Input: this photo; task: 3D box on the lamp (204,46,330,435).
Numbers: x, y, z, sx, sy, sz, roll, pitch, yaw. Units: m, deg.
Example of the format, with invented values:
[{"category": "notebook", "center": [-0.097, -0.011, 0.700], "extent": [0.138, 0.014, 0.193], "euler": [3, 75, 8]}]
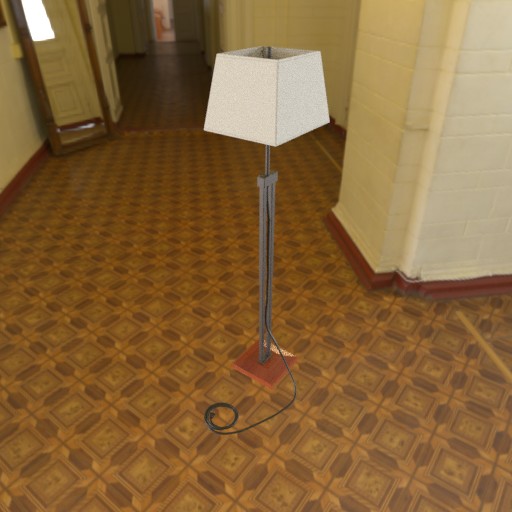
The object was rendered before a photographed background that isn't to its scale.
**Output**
[{"category": "lamp", "center": [0.000, 0.000, 2.033], "extent": [0.472, 1.712, 0.745], "euler": [21, 38, 30]}]
